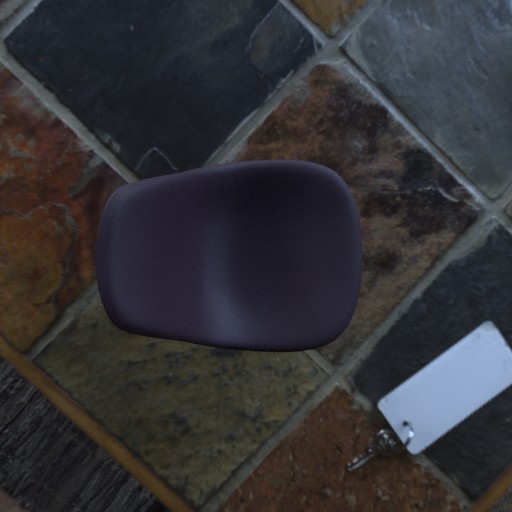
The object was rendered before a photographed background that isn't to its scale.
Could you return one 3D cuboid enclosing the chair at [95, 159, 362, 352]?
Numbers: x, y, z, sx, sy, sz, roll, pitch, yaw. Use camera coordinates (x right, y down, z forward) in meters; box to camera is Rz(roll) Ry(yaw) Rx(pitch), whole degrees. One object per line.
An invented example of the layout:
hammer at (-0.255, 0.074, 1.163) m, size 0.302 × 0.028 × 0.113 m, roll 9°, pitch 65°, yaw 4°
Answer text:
chair at (0.000, 0.000, 1.123) m, size 0.533 × 0.826 × 0.470 m, roll 0°, pitch 91°, yaw -2°
